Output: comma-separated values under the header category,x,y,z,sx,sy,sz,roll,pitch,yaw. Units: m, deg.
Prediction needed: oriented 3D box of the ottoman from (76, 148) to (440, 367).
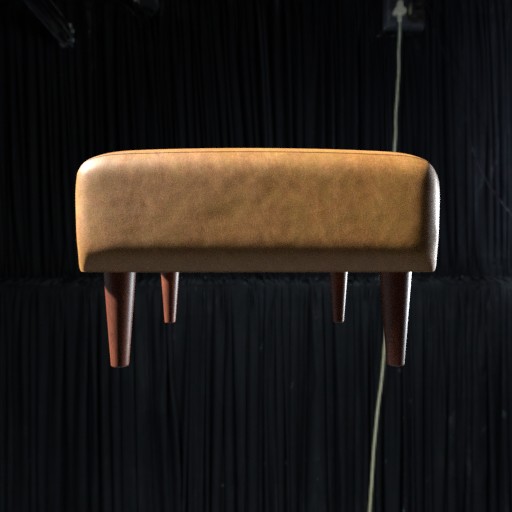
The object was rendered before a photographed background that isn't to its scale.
category,x,y,z,sx,sy,sz,roll,pitch,yaw
ottoman,0.000,0.000,1.073,0.650,0.399,0.650,0,0,-1
